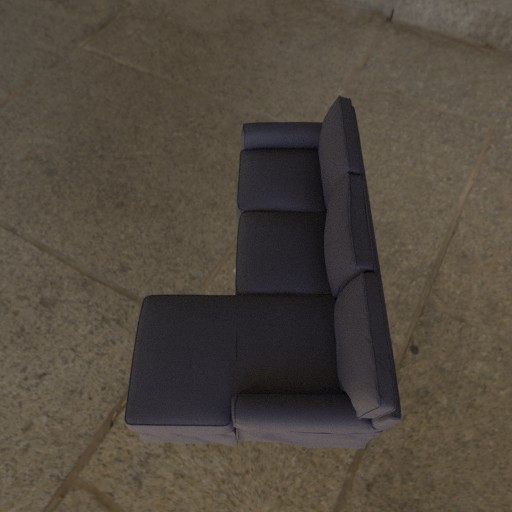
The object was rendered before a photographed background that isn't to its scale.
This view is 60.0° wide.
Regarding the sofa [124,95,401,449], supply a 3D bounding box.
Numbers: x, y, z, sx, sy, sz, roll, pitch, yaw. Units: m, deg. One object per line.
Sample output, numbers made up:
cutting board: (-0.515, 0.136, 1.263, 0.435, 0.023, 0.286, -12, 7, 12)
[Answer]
sofa: (0.000, 0.000, 3.304, 1.637, 1.039, 2.518, 0, 59, 0)
